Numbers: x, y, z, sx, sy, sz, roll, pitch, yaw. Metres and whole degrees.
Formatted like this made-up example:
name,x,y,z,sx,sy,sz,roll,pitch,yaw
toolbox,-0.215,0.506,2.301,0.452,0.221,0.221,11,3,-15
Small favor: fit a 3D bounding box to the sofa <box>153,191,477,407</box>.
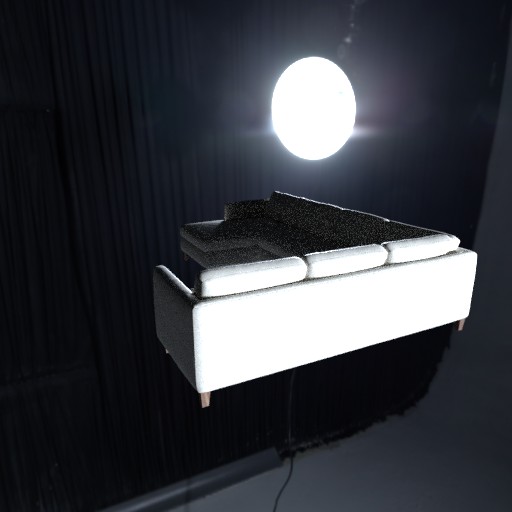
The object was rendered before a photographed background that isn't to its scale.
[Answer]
name,x,y,z,sx,sy,sz,roll,pitch,yaw
sofa,0.000,0.000,4.564,2.551,0.853,3.238,-8,18,-26
